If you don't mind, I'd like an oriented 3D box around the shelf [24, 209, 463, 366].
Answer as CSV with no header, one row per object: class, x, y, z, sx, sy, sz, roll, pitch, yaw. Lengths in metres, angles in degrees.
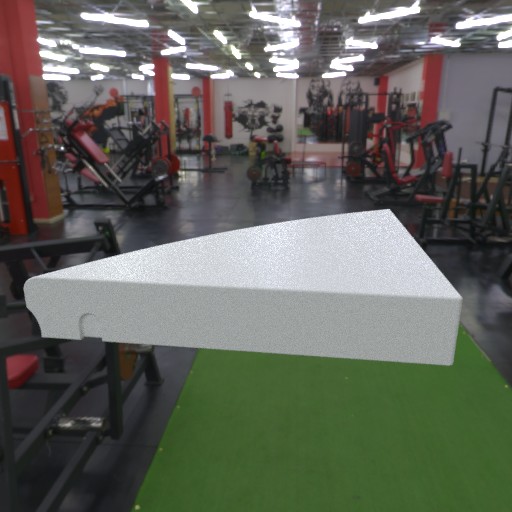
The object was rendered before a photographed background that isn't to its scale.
shelf,0.000,0.000,0.458,0.310,0.050,0.310,2,17,7
